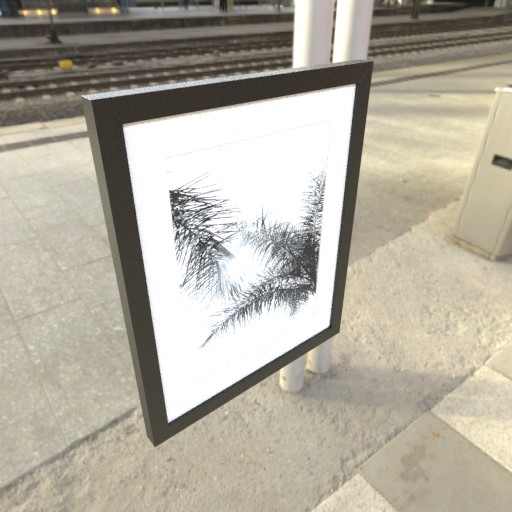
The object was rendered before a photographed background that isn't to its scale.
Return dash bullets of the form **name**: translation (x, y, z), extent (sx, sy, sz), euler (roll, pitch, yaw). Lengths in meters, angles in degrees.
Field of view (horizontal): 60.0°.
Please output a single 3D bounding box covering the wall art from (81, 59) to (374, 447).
- **wall art**: translation (0.000, 0.000, 0.728), extent (0.457, 0.557, 0.028), euler (-23, 38, -33)
